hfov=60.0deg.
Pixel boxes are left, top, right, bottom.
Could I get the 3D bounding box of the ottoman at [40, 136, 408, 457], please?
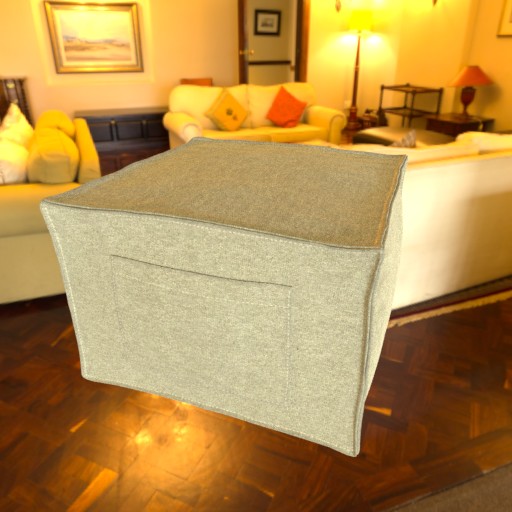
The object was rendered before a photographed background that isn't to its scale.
[{"bbox_3d":[0.000,0.000,1.150,0.707,0.470,0.696,9,27,18],"label":"ottoman"}]
